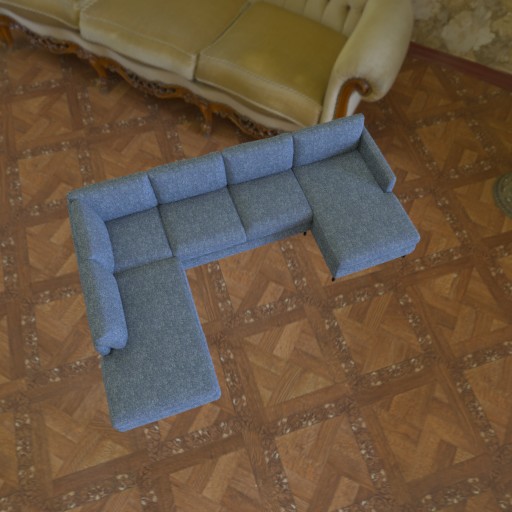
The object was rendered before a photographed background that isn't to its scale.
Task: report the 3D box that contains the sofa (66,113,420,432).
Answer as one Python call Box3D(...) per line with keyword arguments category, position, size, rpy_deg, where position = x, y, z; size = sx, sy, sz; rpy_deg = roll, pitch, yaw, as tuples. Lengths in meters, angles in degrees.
Box3D(category="sofa", position=(0.000, 0.000, 3.619), size=(2.737, 0.756, 1.879), rpy_deg=(-17, 64, -9))
